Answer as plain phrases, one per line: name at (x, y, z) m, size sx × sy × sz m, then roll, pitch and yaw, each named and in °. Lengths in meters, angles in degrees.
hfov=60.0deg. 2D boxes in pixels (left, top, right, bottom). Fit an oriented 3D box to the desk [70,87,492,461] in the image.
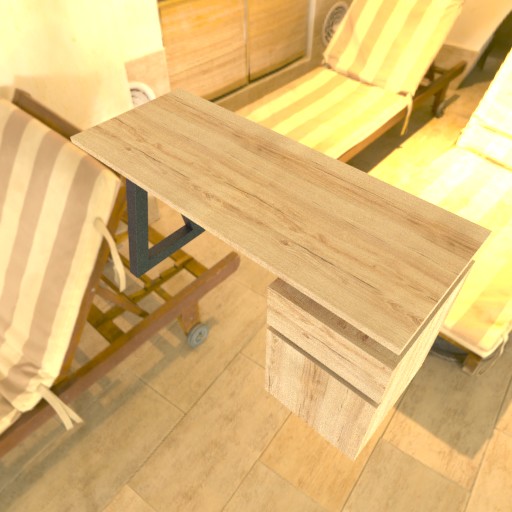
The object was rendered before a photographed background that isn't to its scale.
desk at (0.000, 0.000, 1.775) m, size 1.400 × 0.760 × 0.550 m, roll 33°, pitch 54°, yaw 27°
